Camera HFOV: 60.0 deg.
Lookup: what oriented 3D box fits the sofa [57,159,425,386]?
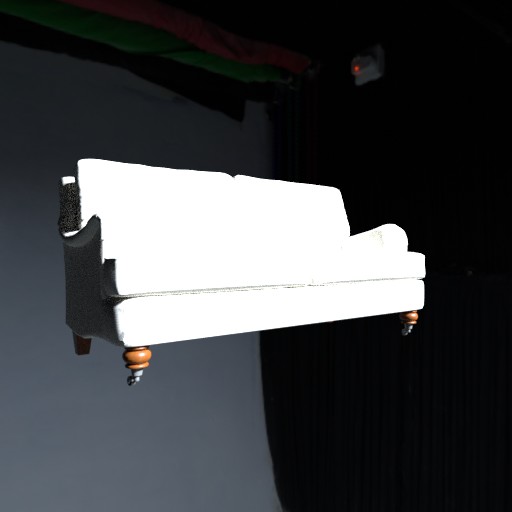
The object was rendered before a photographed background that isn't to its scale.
[{"bbox_3d":[0.000,0.000,2.776,2.159,1.087,1.086,0,1,-36],"label":"sofa"}]
